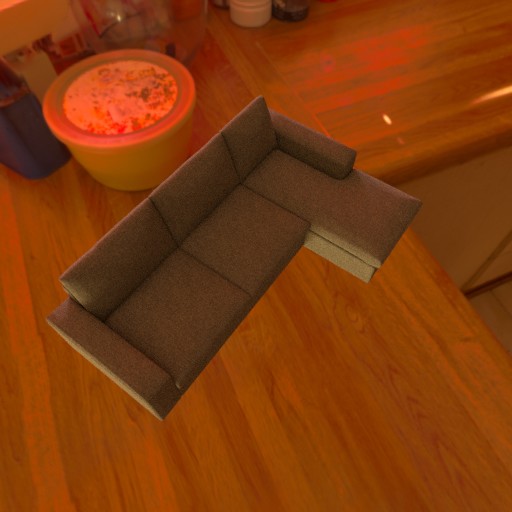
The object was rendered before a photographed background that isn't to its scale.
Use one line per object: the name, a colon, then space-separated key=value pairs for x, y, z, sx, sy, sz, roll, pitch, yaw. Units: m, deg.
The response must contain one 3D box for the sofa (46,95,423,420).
sofa: x=0.000 y=0.000 z=3.526 sx=1.689 sy=0.940 sz=2.718 roll=32 pitch=63 yaw=18
